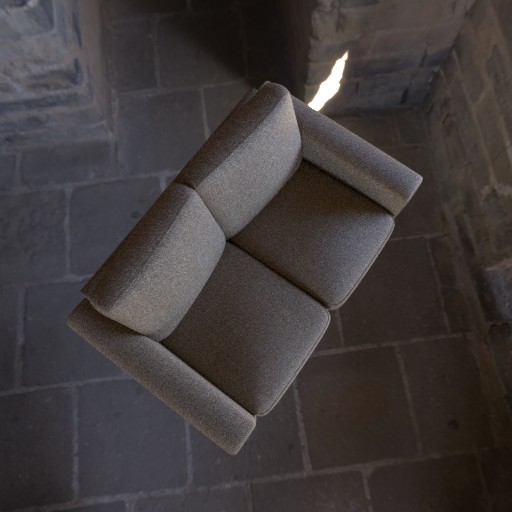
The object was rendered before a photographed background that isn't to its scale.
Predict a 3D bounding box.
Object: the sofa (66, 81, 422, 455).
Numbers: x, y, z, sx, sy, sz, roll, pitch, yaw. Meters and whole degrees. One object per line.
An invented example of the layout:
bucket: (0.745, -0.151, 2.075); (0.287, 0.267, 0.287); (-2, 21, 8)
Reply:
sofa: (0.000, 0.000, 2.250); (1.016, 0.873, 1.616); (35, 78, 9)
